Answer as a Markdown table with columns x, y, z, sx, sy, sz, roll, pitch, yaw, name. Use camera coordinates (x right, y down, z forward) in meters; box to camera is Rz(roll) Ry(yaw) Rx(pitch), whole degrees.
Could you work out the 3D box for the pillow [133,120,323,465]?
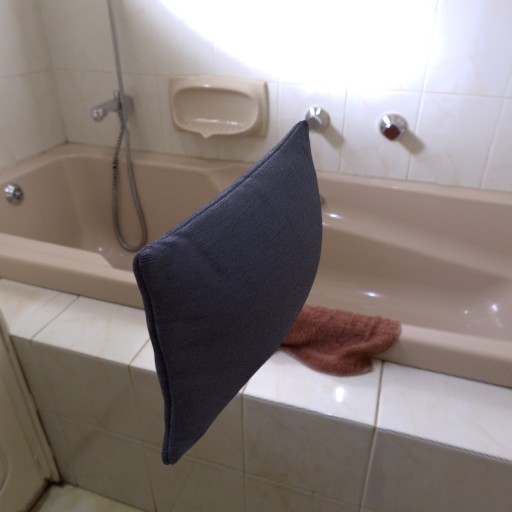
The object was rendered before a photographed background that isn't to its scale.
| x | y | z | sx | sy | sz | roll | pitch | yaw | name |
| --- | --- | --- | --- | --- | --- | --- | --- | --- | --- |
| 0.000 | 0.000 | 0.780 | 0.210 | 0.338 | 0.633 | 11 | 32 | 18 | pillow |
